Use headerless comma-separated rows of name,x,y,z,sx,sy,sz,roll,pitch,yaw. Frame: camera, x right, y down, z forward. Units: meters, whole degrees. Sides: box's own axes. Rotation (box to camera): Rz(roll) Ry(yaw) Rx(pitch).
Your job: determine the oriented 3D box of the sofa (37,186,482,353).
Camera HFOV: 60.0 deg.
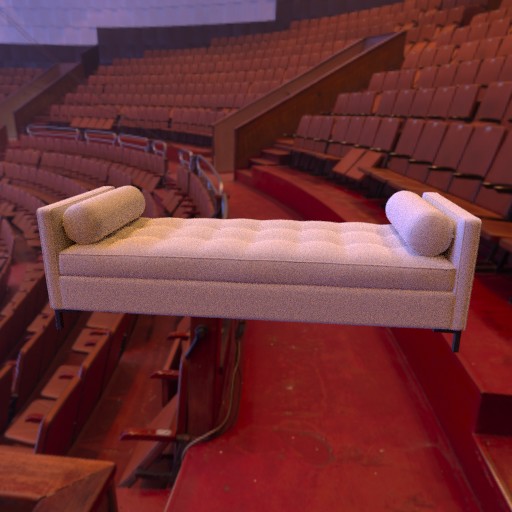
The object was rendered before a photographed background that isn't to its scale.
sofa,0.000,0.000,2.367,1.985,0.641,0.746,2,18,6
